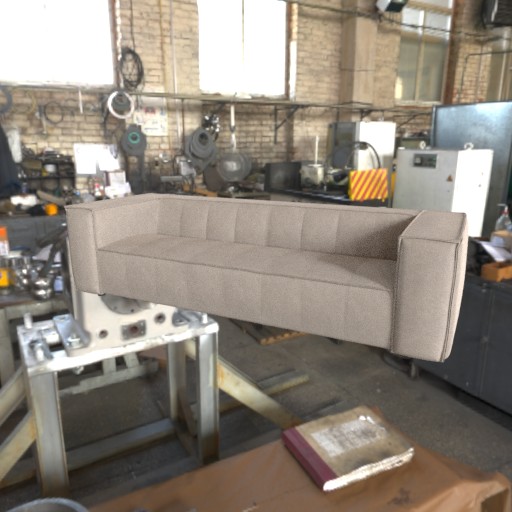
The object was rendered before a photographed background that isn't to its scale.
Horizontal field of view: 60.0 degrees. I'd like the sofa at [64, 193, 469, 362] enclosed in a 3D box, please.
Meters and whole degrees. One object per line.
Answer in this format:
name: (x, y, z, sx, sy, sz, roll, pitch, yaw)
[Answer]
sofa: (0.000, 0.000, 3.155, 2.697, 0.680, 1.038, 7, 16, 26)
